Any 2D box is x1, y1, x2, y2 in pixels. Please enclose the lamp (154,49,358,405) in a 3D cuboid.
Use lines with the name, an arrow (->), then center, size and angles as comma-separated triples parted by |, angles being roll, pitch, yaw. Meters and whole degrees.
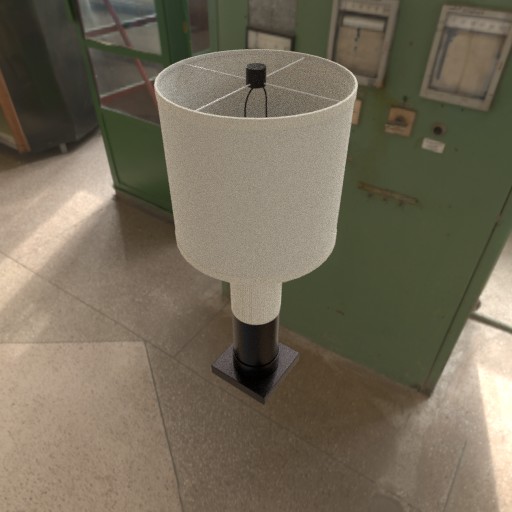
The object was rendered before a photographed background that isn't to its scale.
lamp -> 0.000, 0.000, 0.619 | 0.211, 0.509, 0.211 | 24, 46, 26
